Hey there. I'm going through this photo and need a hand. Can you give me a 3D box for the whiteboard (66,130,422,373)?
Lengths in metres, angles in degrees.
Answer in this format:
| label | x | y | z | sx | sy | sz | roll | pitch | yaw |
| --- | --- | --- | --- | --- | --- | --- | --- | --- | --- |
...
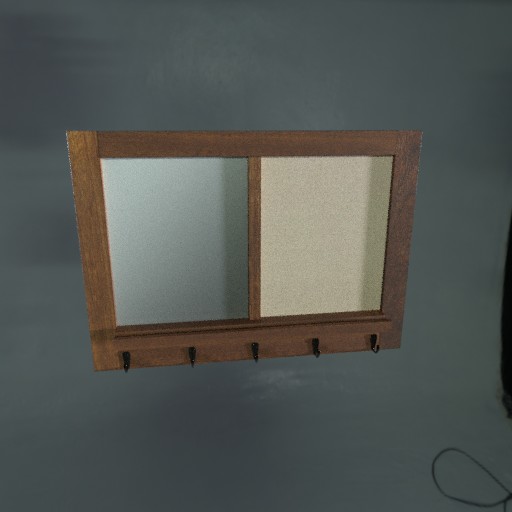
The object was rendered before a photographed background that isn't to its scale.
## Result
| label | x | y | z | sx | sy | sz | roll | pitch | yaw |
| --- | --- | --- | --- | --- | --- | --- | --- | --- | --- |
| whiteboard | 0.000 | 0.000 | 1.028 | 0.783 | 0.559 | 0.083 | -2 | 17 | -8 |
